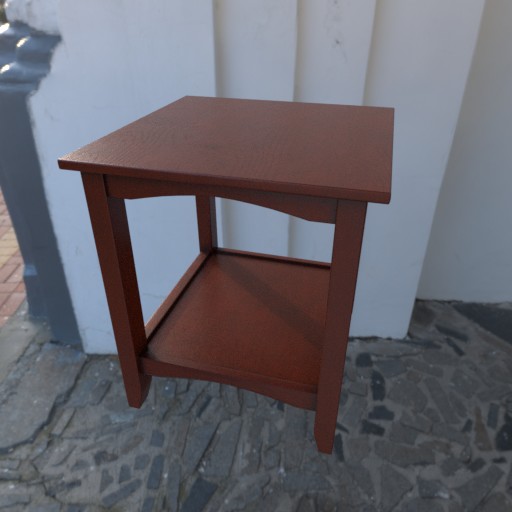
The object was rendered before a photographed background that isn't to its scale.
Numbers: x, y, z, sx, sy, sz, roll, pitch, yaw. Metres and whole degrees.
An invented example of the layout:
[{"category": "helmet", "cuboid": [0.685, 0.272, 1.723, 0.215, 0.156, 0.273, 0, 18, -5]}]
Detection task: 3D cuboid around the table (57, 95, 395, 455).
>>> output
[{"category": "table", "cuboid": [0.000, 0.000, 0.978, 0.522, 0.558, 0.523, 9, 32, 15]}]
